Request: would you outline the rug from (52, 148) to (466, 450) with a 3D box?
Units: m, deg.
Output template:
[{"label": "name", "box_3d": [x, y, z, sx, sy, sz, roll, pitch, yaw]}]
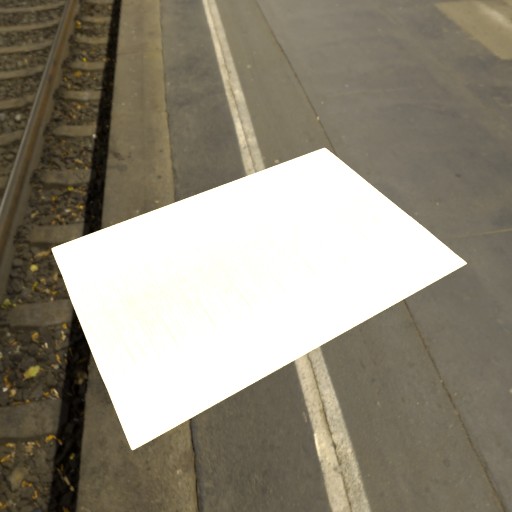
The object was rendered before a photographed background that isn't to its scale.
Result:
[{"label": "rug", "box_3d": [0.000, 0.000, 2.362, 1.850, 0.006, 1.234, -24, 52, -20]}]
